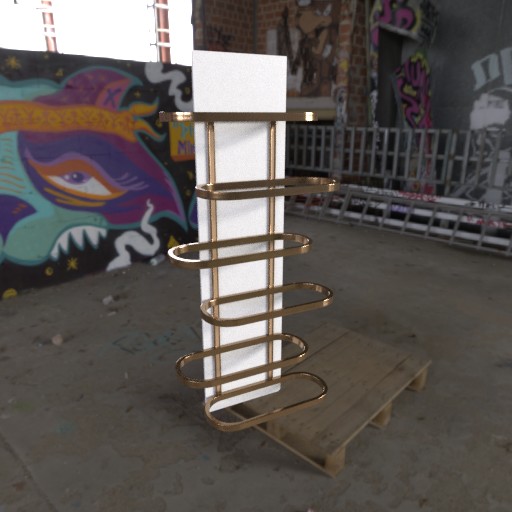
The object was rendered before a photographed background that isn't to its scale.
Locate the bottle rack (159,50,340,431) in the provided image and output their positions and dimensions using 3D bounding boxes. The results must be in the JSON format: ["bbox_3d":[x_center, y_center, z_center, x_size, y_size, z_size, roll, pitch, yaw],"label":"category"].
[{"bbox_3d":[0.000,0.000,0.832,0.332,0.709,0.118,-9,20,-25],"label":"bottle rack"}]
